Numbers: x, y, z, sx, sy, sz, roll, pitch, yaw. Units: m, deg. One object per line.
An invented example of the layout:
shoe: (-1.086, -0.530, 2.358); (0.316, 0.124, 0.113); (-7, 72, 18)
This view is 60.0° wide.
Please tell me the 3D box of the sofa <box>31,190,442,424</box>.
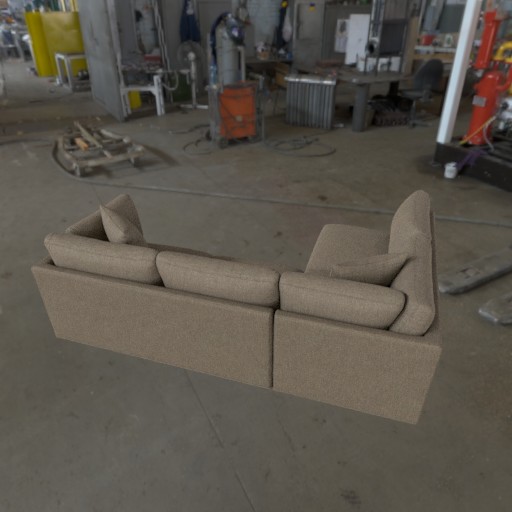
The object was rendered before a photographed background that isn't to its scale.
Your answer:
sofa: (0.000, 0.000, 3.830); (2.896, 0.978, 1.994); (9, 32, 15)
